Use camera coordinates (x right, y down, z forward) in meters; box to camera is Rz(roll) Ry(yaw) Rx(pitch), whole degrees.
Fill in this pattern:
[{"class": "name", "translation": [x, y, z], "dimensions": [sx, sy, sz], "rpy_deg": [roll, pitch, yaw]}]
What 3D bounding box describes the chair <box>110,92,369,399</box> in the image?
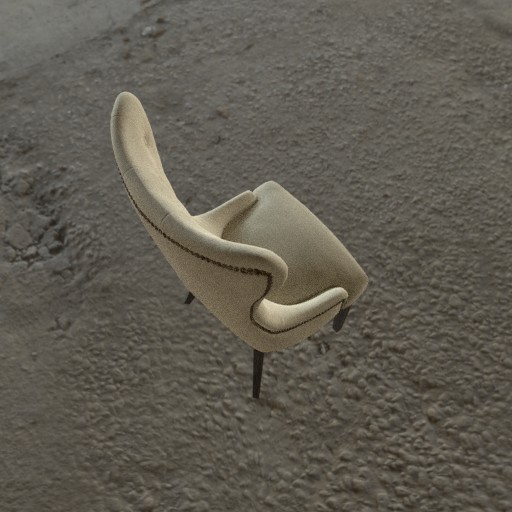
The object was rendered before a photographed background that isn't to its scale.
[{"class": "chair", "translation": [0.000, 0.000, 1.388], "dimensions": [0.590, 1.065, 0.584], "rpy_deg": [-33, 65, -18]}]
